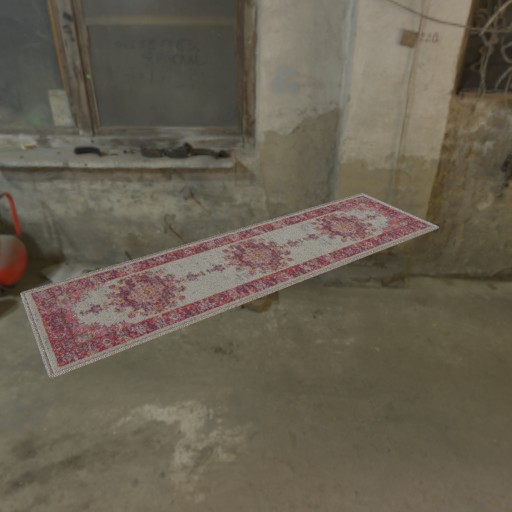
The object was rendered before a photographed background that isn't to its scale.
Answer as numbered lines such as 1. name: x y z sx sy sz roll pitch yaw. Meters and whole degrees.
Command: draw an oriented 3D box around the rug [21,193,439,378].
1. rug: 0.000 0.000 2.446 2.294 0.011 0.666 -18 35 -28
